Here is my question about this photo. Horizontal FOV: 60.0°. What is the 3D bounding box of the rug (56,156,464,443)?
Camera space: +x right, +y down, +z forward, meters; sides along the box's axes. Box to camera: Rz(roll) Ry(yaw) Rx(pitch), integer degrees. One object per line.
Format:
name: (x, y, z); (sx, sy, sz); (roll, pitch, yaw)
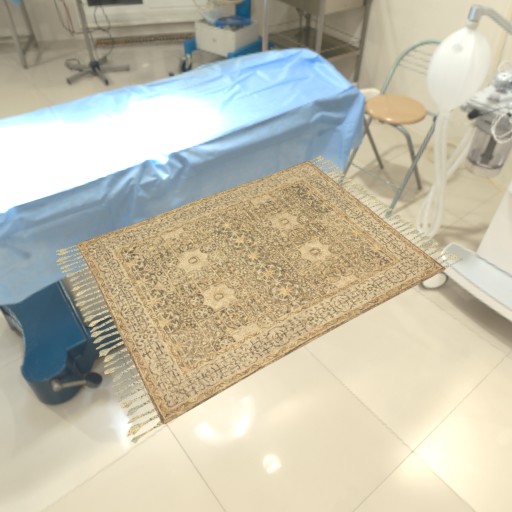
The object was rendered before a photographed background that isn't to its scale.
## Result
rug: (0.000, 0.000, 3.143); (2.465, 0.023, 1.619); (-23, 49, -22)
